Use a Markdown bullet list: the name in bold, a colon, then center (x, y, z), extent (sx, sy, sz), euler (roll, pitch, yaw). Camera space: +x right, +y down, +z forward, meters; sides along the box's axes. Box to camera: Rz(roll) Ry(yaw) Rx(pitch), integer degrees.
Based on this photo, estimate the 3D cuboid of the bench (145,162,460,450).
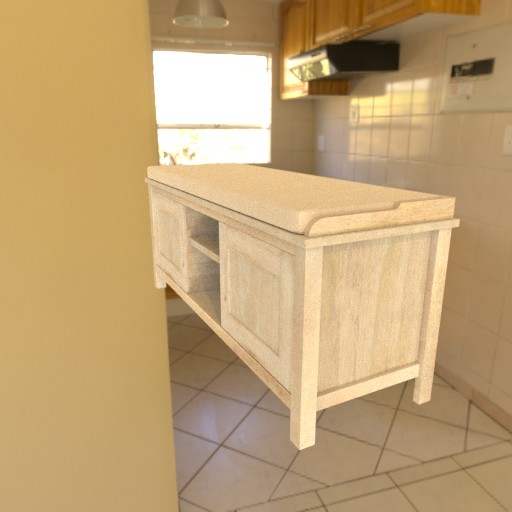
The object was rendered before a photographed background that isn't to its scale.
- **bench**: center (0.000, 0.000, 1.409), extent (0.398, 0.501, 1.140), euler (-8, 18, -26)
